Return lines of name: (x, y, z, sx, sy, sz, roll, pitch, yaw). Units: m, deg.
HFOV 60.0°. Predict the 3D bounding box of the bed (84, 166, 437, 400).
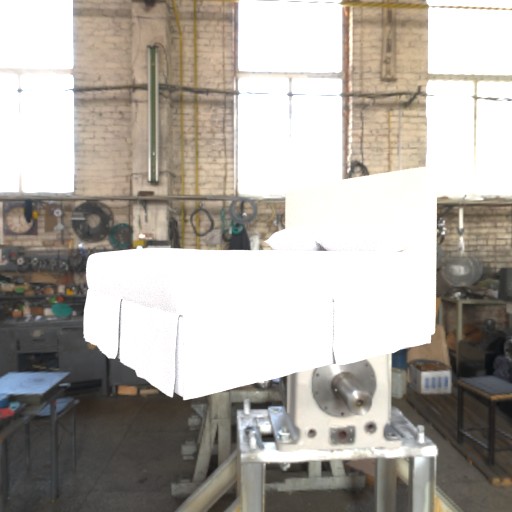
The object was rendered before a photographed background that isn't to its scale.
bed: (0.000, 0.000, 3.314, 2.142, 1.330, 1.713, -1, 2, -36)
